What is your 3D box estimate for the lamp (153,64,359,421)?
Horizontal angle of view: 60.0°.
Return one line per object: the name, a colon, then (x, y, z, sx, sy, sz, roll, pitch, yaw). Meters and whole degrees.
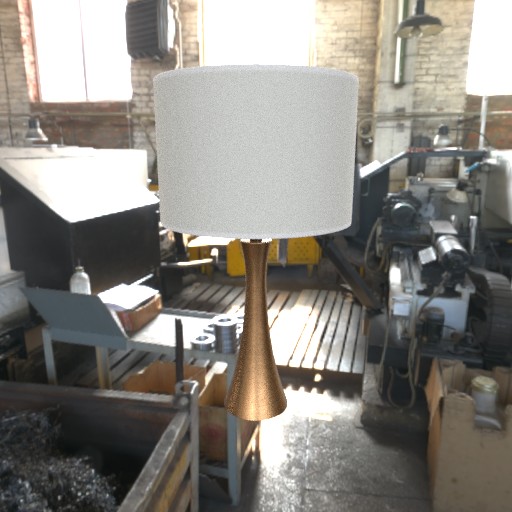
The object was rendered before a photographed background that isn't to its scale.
lamp: (0.000, 0.000, 0.648, 0.268, 0.479, 0.268, -7, 16, -27)
